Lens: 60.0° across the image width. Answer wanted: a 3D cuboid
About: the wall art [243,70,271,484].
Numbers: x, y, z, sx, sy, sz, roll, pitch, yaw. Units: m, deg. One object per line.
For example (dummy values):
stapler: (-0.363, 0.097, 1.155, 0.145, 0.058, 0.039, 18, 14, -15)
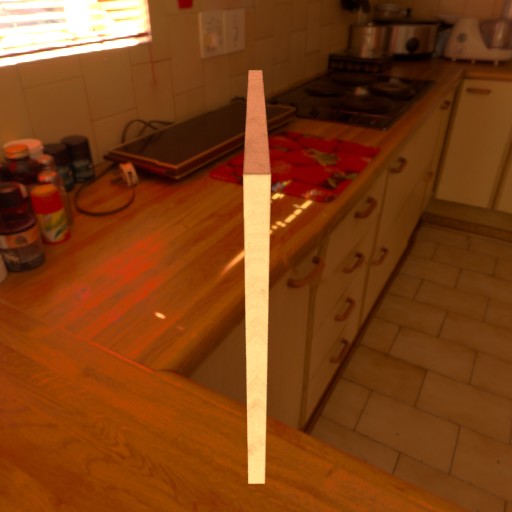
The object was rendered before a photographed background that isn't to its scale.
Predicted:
wall art: (0.000, 0.000, 1.135, 0.038, 0.757, 0.760, 0, 33, 0)
